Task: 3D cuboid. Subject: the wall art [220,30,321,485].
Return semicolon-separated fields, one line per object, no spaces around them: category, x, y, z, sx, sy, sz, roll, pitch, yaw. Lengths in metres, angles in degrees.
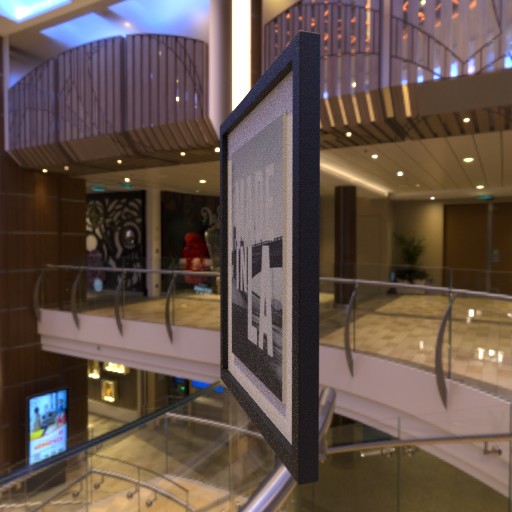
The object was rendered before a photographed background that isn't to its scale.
wall art;0.000;0.000;0.766;0.028;0.559;0.457;-1;2;-17
